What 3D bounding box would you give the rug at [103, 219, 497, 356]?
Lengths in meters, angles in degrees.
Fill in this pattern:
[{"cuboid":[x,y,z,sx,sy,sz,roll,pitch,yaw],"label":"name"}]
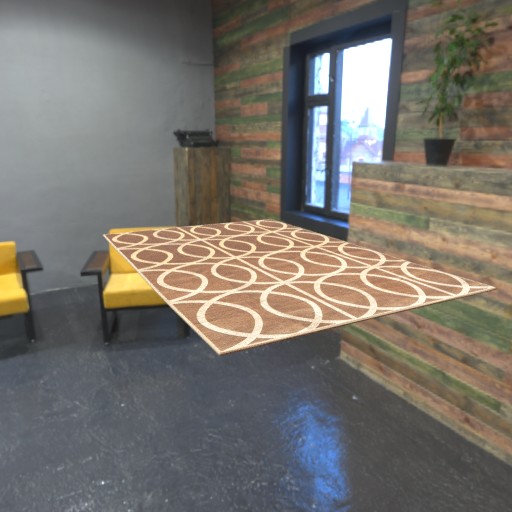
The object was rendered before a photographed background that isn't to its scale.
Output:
[{"cuboid":[0.000,0.000,2.853,1.528,0.014,2.294,-8,16,-27],"label":"rug"}]
